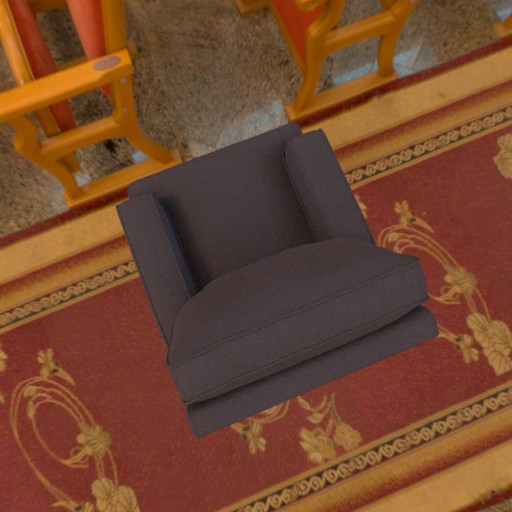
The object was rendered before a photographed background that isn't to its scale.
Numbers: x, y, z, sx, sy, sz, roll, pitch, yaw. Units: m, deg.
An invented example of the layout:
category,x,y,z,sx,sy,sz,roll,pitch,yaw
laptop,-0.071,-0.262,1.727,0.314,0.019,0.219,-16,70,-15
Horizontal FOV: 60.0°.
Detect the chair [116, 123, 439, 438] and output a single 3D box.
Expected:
category,x,y,z,sx,sy,sz,roll,pitch,yaw
chair,0.000,0.000,1.662,0.861,0.962,0.964,-22,78,-5
